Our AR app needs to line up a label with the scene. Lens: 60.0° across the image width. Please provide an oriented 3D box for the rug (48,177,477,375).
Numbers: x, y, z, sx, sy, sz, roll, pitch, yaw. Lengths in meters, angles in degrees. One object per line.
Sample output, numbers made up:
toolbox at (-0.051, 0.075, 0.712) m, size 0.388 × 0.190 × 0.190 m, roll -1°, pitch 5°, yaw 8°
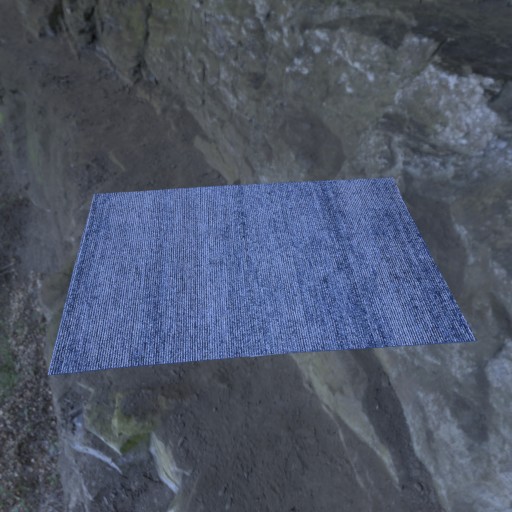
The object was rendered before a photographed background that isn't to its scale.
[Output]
rug at (0.000, 0.000, 2.230) m, size 1.793 × 0.025 × 1.159 m, roll -4°, pitch 47°, yaw -3°
